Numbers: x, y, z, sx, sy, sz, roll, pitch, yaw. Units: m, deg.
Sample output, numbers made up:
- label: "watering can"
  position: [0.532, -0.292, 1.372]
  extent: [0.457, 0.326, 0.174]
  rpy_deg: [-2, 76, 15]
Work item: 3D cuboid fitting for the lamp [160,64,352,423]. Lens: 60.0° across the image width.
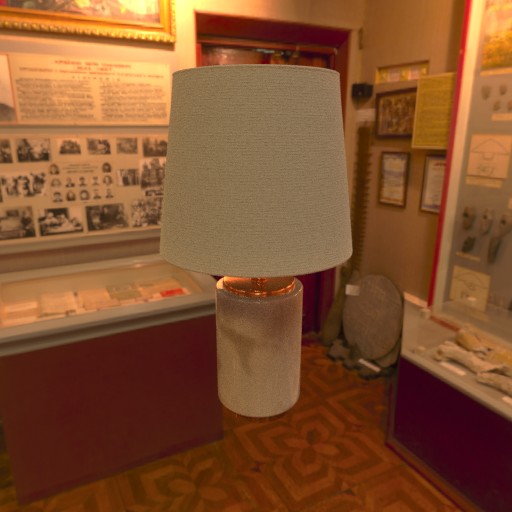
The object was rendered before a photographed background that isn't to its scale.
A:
- label: "lamp"
  position: [0.000, 0.000, 0.448]
  extent: [0.189, 0.340, 0.189]
  rpy_deg: [0, 16, 0]
